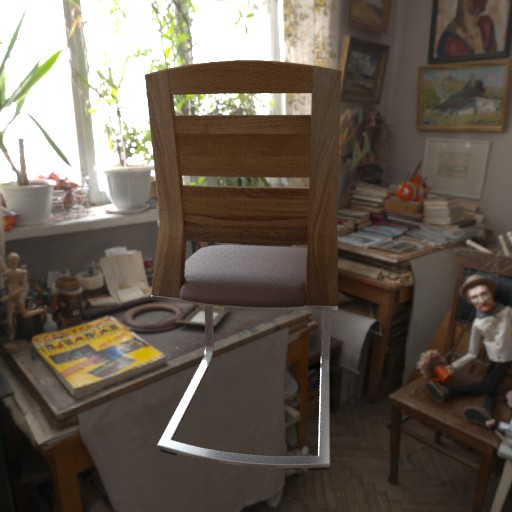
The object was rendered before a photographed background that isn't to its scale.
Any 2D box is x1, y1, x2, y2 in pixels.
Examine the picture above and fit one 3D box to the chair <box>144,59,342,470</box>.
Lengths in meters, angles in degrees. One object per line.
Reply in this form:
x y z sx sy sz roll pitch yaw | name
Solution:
0.000 0.000 1.266 0.460 0.970 0.570 2 16 8 | chair
